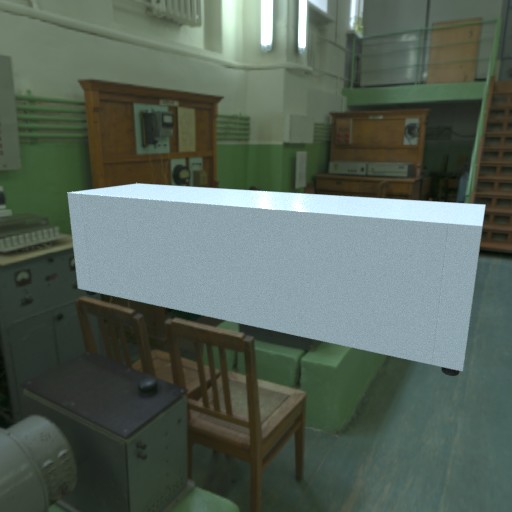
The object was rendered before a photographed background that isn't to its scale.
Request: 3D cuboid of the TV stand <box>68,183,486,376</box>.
[{"bbox_3d":[0.000,0.000,1.683,1.500,0.440,0.410,8,17,27],"label":"TV stand"}]
